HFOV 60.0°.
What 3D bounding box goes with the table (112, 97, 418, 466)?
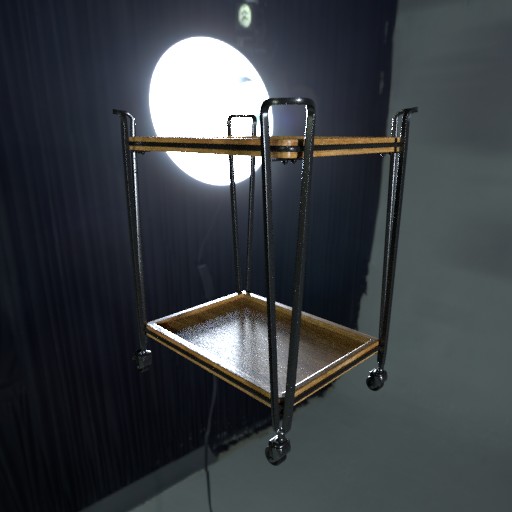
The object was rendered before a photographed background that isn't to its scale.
[{"bbox_3d":[0.000,0.000,1.244,0.505,0.785,0.672,-15,22,-43],"label":"table"}]
